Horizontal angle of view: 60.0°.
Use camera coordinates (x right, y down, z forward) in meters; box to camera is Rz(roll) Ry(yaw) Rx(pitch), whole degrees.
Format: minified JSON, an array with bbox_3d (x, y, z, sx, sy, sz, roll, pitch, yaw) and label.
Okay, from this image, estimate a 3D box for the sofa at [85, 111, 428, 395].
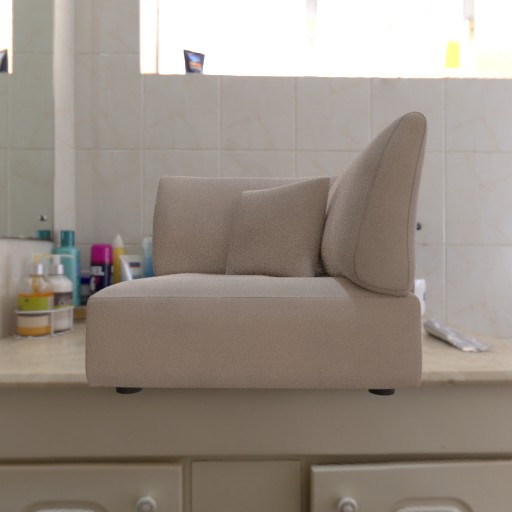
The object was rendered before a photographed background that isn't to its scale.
[{"bbox_3d":[0.000,0.000,1.734,1.000,0.820,1.000,0,-1,1],"label":"sofa"}]
